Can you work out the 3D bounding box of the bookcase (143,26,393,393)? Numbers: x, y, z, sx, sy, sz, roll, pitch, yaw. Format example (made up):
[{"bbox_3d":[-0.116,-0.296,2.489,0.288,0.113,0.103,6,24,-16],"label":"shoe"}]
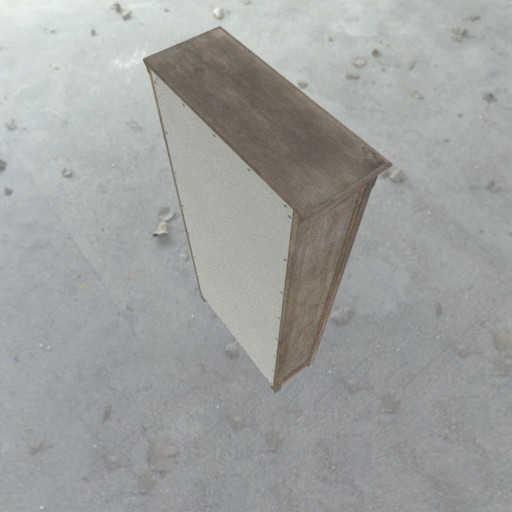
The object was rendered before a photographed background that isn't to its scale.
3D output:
[{"bbox_3d":[0.000,0.000,2.254,0.348,1.880,0.906,-33,64,-19],"label":"bookcase"}]
